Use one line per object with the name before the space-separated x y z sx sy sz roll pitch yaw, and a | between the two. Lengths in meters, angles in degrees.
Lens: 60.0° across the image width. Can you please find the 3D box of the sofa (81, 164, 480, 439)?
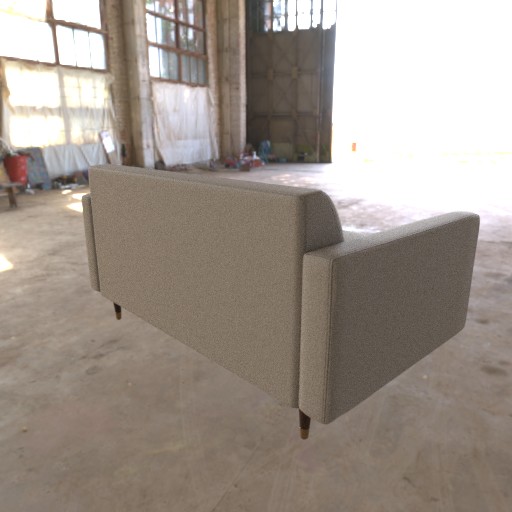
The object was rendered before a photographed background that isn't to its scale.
sofa | 0.000 0.000 2.035 0.950 0.801 1.585 -15 22 -41
